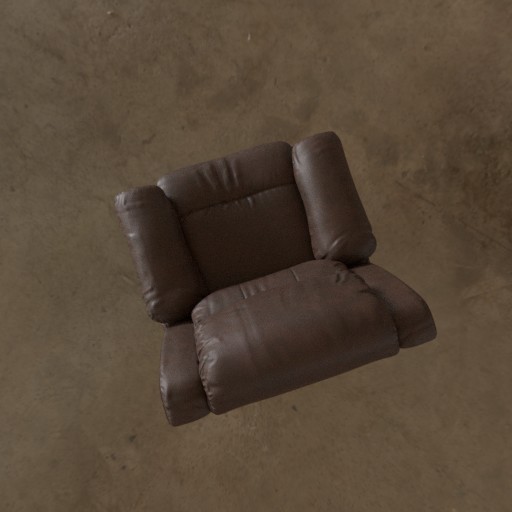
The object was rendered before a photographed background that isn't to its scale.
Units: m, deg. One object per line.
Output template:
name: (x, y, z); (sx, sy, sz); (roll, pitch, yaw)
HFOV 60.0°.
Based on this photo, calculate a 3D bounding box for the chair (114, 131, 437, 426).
chair: (0.000, 0.000, 1.246); (0.680, 0.702, 0.707); (-17, 77, -4)
